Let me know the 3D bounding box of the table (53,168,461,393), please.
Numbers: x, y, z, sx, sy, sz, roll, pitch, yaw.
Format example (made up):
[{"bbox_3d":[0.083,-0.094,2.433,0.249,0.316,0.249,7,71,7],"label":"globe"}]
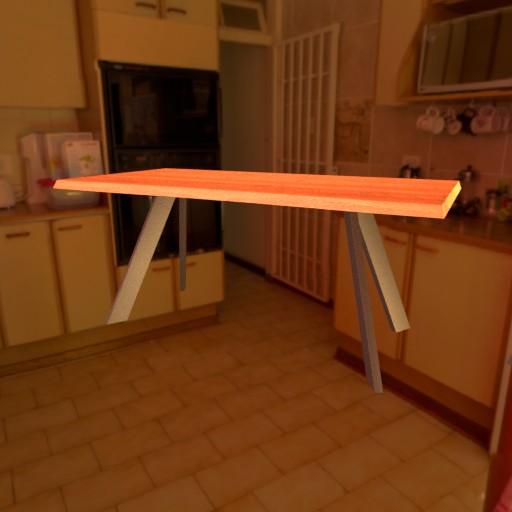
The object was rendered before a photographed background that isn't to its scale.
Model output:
[{"bbox_3d":[0.000,0.000,2.276,1.800,0.770,0.900,8,17,26],"label":"table"}]
